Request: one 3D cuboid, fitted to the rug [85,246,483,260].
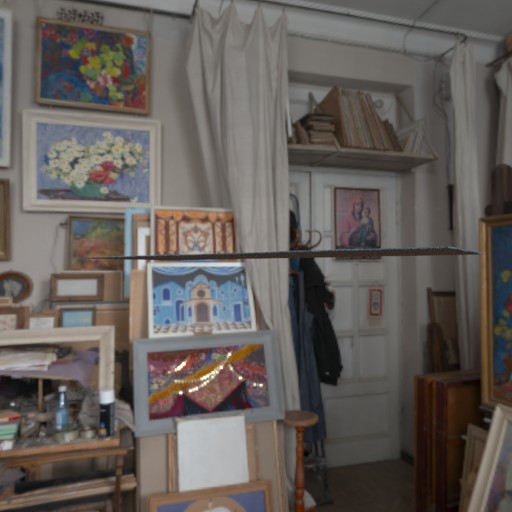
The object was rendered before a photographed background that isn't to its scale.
[{"bbox_3d":[0.000,0.000,2.781,2.459,0.010,0.801,-1,-2,36],"label":"rug"}]
